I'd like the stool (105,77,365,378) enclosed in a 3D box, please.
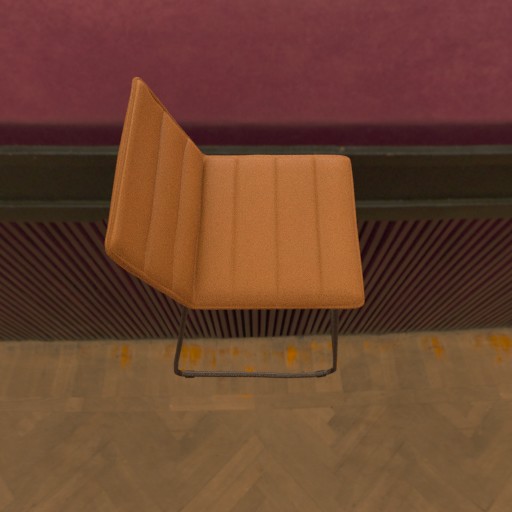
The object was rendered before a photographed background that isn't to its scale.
[{"bbox_3d":[0.000,0.000,1.173,0.524,0.866,0.489,0,65,0],"label":"stool"}]
